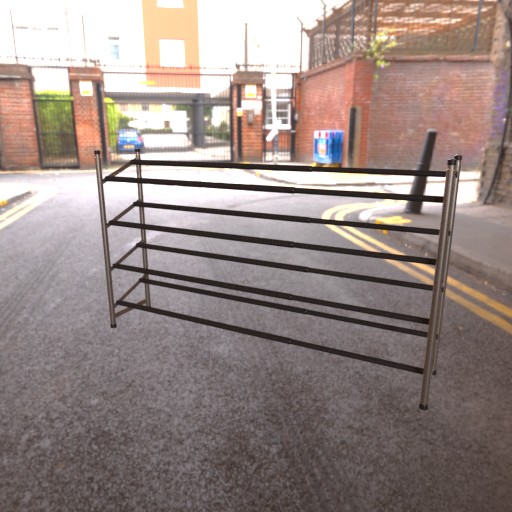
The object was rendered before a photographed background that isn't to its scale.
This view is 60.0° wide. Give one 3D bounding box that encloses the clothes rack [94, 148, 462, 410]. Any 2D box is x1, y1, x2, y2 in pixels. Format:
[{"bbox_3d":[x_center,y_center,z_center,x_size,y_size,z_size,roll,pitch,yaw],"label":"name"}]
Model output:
[{"bbox_3d":[0.000,0.000,1.473,1.168,0.672,0.229,8,17,26],"label":"clothes rack"}]
